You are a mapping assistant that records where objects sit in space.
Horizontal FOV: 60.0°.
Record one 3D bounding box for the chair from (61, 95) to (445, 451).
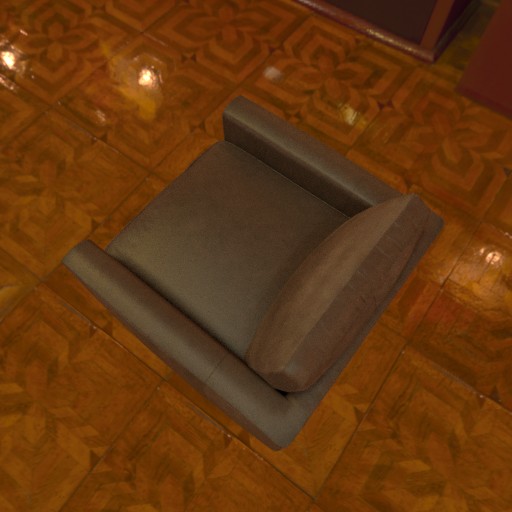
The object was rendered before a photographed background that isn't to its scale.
[{"bbox_3d":[0.000,0.000,1.827,1.069,0.812,1.100,36,70,15],"label":"chair"}]
